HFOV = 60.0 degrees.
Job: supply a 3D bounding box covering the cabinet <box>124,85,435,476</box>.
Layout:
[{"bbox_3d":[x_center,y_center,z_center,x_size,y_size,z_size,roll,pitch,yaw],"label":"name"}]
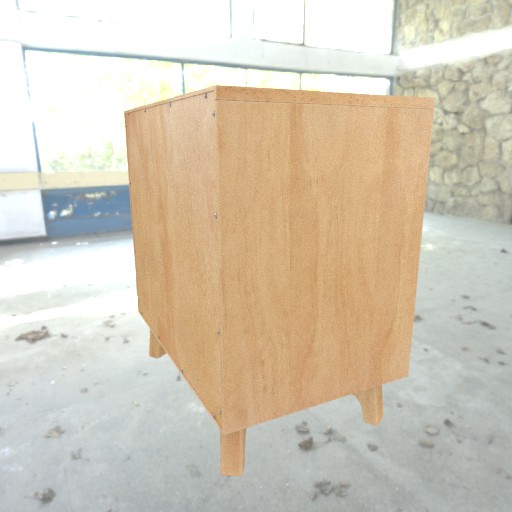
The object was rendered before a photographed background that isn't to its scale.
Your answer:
[{"bbox_3d":[0.000,0.000,0.932,0.394,0.599,0.551,-7,16,-26],"label":"cabinet"}]
